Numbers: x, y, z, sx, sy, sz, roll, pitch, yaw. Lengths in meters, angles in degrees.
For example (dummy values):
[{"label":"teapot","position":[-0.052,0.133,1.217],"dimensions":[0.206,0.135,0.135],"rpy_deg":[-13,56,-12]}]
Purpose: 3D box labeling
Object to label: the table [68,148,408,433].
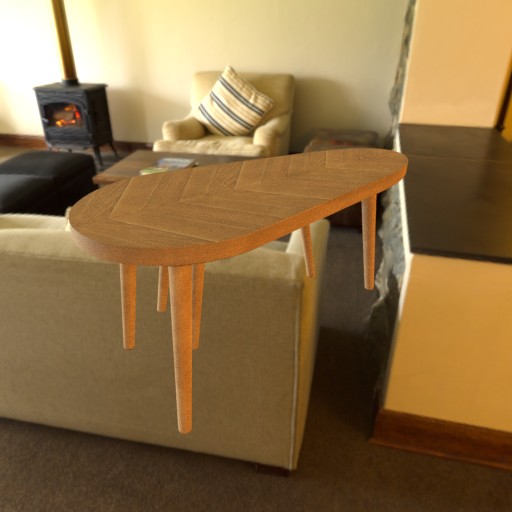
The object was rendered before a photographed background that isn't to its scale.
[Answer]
[{"label":"table","position":[0.000,0.000,1.570],"dimensions":[1.190,0.595,0.701],"rpy_deg":[-18,33,-30]}]
